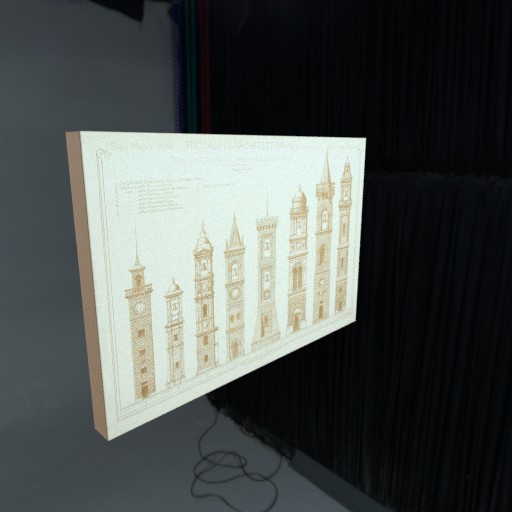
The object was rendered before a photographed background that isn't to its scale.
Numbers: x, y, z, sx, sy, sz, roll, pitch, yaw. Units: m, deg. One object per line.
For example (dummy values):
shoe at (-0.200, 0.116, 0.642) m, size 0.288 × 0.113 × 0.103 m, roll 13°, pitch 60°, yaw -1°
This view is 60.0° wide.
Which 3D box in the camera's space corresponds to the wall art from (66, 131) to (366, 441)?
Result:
wall art at (0.000, 0.000, 0.779) m, size 0.609 × 0.407 × 0.039 m, roll -13°, pitch 19°, yaw -43°
